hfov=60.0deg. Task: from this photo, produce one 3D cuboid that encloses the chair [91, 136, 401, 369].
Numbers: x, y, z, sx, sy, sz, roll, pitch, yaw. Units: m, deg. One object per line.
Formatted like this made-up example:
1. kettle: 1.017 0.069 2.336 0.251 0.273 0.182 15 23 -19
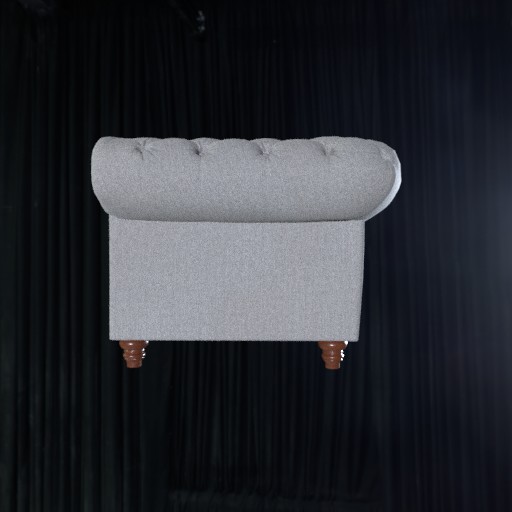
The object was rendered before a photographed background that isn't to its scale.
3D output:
1. chair: 0.000 0.000 1.928 0.976 0.770 1.270 0 0 2
